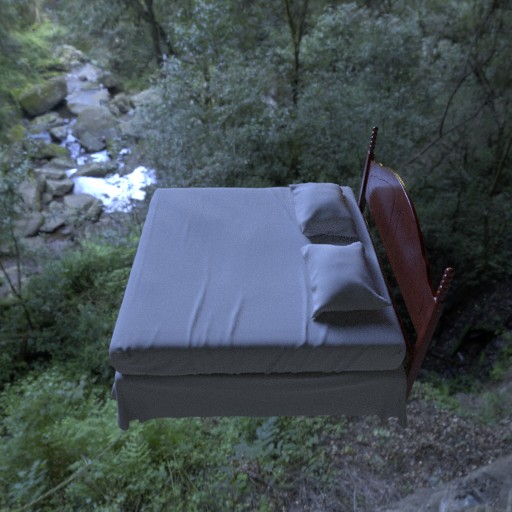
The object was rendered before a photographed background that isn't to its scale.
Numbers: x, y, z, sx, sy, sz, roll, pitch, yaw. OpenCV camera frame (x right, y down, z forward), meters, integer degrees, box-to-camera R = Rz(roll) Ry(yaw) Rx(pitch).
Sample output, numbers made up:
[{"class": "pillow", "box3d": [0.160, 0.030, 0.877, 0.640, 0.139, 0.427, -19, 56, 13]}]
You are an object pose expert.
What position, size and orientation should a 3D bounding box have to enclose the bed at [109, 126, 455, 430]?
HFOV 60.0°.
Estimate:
[{"class": "bed", "box3d": [0.000, 0.000, 3.598, 2.219, 1.355, 2.322, -1, 40, -1]}]
